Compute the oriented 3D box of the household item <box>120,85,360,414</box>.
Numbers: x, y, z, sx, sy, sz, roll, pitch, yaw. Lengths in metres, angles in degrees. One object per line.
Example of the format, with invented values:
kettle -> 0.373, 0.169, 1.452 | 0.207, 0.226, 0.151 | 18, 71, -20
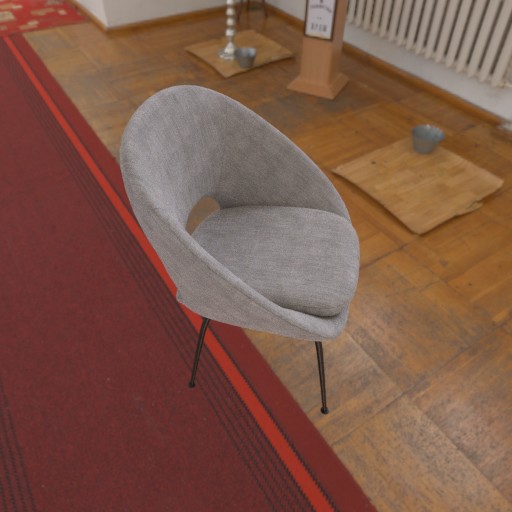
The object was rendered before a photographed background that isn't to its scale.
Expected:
household item -> 0.000, 0.000, 1.291 | 0.587, 0.869, 0.643 | 8, 45, 9
